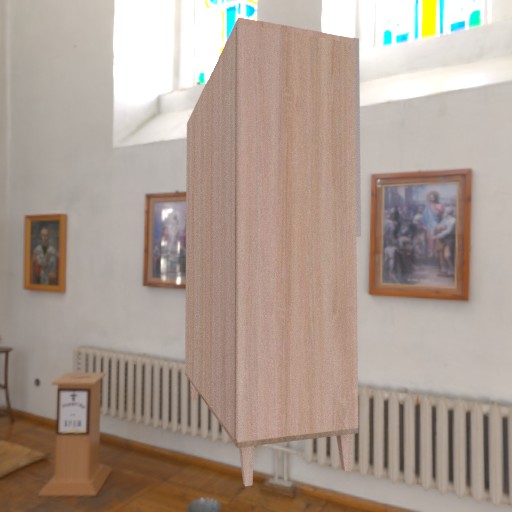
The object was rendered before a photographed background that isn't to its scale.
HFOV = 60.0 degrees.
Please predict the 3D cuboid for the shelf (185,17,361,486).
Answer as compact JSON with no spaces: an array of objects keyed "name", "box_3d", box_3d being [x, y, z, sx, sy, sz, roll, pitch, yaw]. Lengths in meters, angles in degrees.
[{"name":"shelf","box_3d":[0.000,0.000,1.848,0.434,1.405,0.995,1,-3,-18]}]
